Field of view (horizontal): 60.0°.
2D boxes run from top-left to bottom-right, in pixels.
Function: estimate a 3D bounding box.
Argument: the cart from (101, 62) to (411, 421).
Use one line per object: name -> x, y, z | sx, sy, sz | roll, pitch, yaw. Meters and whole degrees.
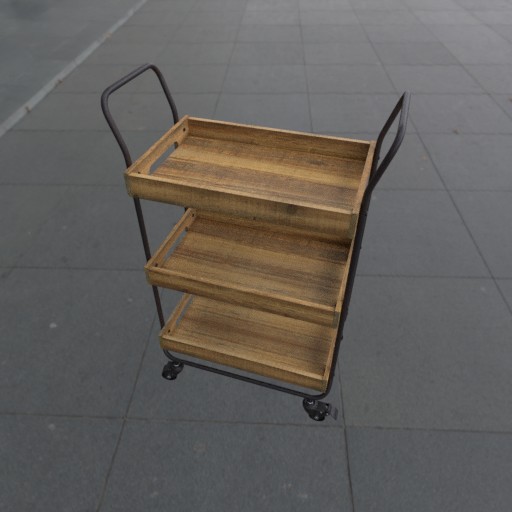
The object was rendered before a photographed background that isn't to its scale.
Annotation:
cart -> 0.000, 0.000, 1.149 | 0.583, 0.857, 0.339 | 12, 42, 13
